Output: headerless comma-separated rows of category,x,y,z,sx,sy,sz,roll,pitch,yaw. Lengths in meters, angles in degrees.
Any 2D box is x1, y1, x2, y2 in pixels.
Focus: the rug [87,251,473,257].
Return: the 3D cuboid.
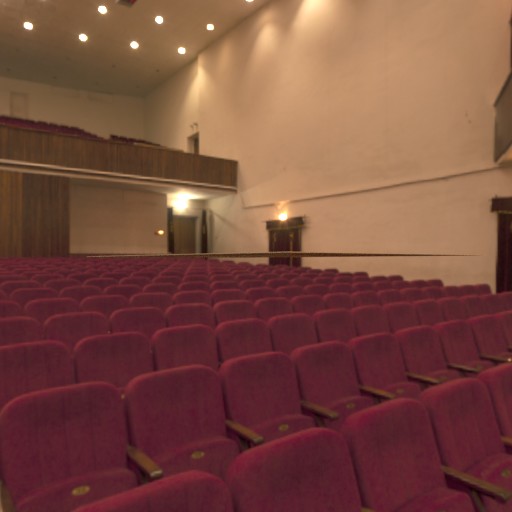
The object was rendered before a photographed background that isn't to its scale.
rug,0.000,0.000,2.999,1.566,0.004,2.363,0,-1,-37
